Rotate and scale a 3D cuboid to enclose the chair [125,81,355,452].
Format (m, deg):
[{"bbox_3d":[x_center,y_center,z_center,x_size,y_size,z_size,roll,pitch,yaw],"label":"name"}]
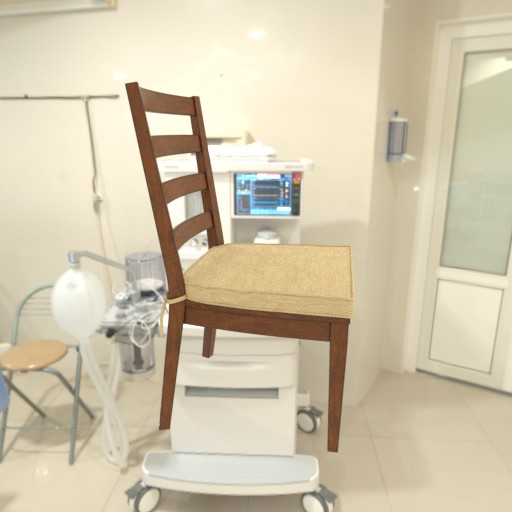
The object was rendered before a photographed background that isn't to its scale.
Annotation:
[{"bbox_3d":[0.000,0.000,1.382,0.595,0.979,0.593,3,16,10],"label":"chair"}]
